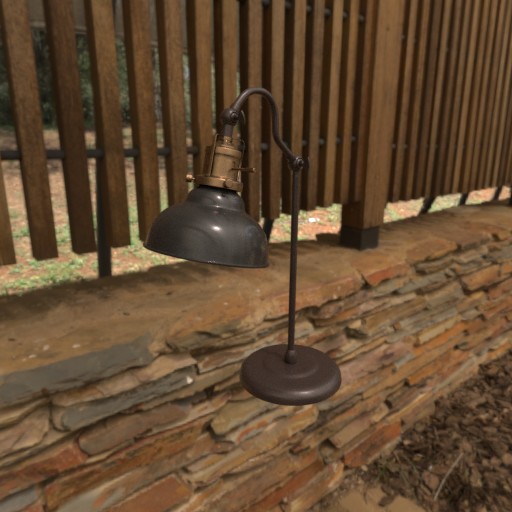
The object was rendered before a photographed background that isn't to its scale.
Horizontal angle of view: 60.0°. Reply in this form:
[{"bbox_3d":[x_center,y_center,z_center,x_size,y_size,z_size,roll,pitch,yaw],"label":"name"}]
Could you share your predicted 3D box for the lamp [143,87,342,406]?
[{"bbox_3d":[0.000,0.000,0.709,0.374,0.508,0.192,-15,22,-43],"label":"lamp"}]
